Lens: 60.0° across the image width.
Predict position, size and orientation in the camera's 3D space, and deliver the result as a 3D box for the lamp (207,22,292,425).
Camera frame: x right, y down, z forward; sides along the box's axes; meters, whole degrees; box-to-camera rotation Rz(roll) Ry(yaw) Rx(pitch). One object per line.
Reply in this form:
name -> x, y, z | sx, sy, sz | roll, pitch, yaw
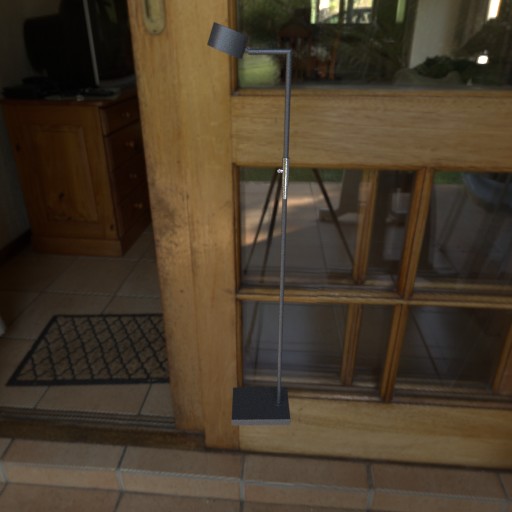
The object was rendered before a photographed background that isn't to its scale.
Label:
lamp -> 0.000, 0.000, 1.714 | 0.304, 1.600, 0.203 | 0, 27, -1
